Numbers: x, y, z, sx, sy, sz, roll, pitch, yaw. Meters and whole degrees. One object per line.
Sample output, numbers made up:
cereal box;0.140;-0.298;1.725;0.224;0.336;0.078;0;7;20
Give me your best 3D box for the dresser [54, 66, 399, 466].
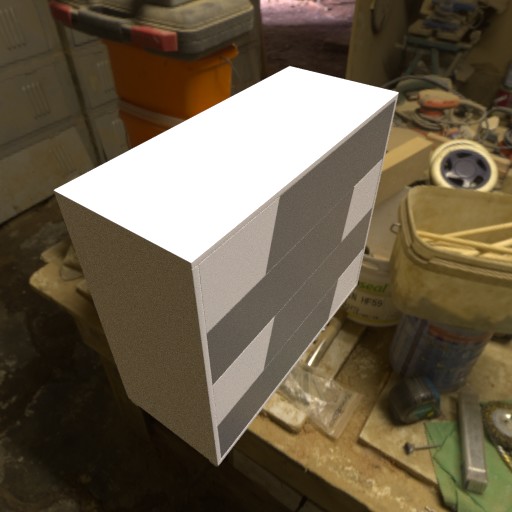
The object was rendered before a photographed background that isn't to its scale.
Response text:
dresser;0.000;0.000;1.674;0.460;1.000;1.100;26;48;26
